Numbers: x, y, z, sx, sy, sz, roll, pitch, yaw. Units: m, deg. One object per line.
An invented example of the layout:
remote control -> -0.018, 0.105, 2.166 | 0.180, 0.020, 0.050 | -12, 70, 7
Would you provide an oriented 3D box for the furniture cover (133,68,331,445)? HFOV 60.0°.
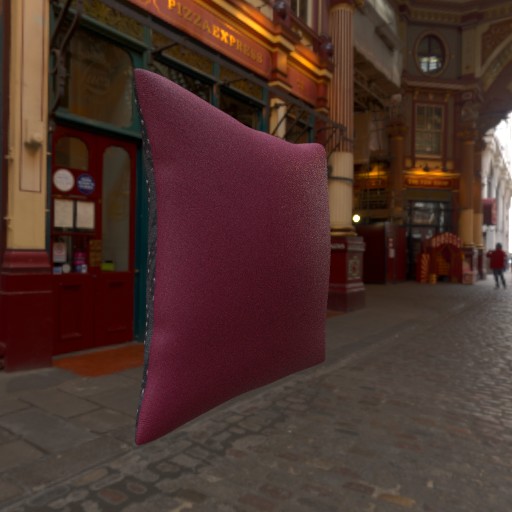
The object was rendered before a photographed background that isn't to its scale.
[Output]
furniture cover -> 0.000, 0.000, 0.815 | 0.193, 0.509, 0.552 | 0, 1, 35
